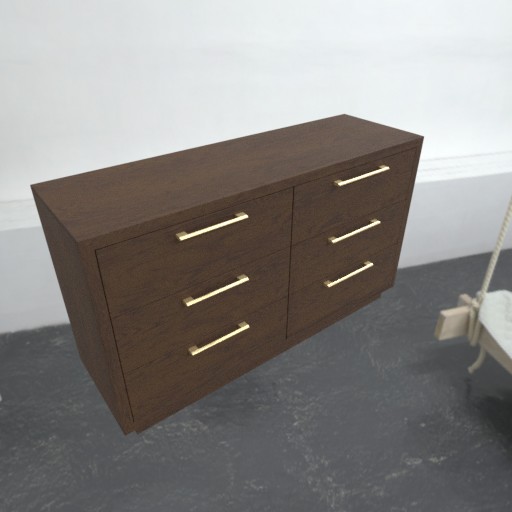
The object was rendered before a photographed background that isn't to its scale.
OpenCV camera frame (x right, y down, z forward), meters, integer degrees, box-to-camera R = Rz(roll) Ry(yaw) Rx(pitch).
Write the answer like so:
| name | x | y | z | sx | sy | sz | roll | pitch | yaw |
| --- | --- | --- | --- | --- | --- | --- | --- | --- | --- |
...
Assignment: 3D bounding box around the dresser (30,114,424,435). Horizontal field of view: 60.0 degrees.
| name | x | y | z | sx | sy | sz | roll | pitch | yaw |
| --- | --- | --- | --- | --- | --- | --- | --- | --- | --- |
| dresser | 0.000 | 0.000 | 1.946 | 1.523 | 0.889 | 0.512 | -22 | 38 | -31 |
